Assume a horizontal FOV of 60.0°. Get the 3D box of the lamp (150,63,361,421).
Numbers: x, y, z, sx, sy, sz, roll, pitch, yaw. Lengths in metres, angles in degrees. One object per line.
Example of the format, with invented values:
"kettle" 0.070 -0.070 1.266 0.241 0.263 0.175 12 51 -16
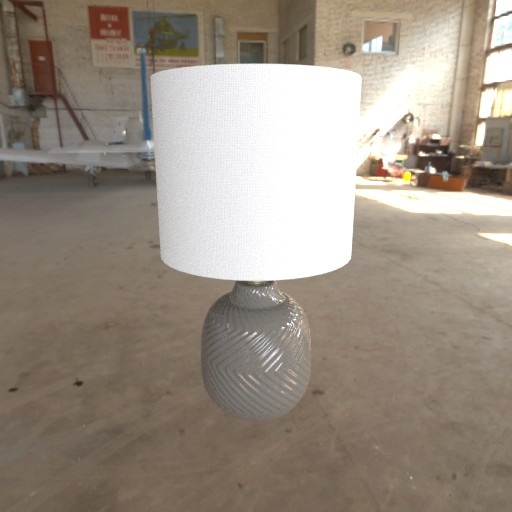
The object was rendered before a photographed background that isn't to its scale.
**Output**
"lamp" 0.000 0.000 0.492 0.207 0.366 0.207 2 15 8
